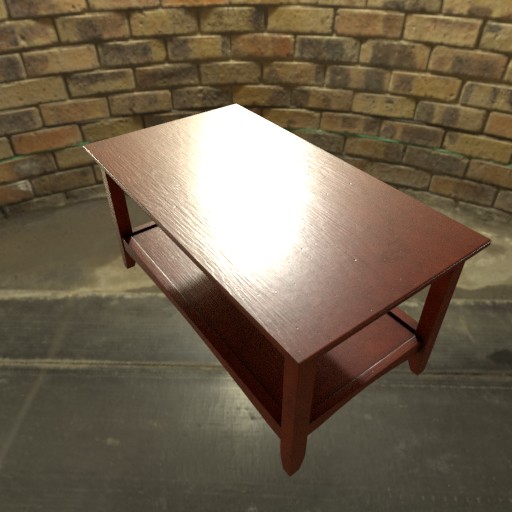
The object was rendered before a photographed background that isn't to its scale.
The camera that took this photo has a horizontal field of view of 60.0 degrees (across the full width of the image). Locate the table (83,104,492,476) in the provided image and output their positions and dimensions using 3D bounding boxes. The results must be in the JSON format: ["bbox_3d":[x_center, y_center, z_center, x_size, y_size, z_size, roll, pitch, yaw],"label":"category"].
[{"bbox_3d":[0.000,0.000,1.241,0.533,0.456,0.943,-25,46,-27],"label":"table"}]
